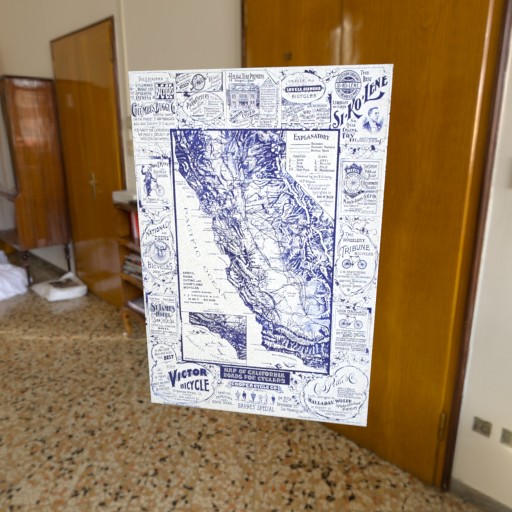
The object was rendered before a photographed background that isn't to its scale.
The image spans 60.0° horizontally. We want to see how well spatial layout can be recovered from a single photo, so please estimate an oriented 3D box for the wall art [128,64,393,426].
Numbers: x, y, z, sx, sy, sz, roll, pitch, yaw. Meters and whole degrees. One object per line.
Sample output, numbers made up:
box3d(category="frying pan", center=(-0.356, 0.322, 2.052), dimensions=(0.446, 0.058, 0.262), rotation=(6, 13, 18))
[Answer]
box3d(category="wall art", center=(0.000, 0.000, 0.768), dimensions=(0.408, 0.601, 0.040), rotation=(3, 15, 10))
